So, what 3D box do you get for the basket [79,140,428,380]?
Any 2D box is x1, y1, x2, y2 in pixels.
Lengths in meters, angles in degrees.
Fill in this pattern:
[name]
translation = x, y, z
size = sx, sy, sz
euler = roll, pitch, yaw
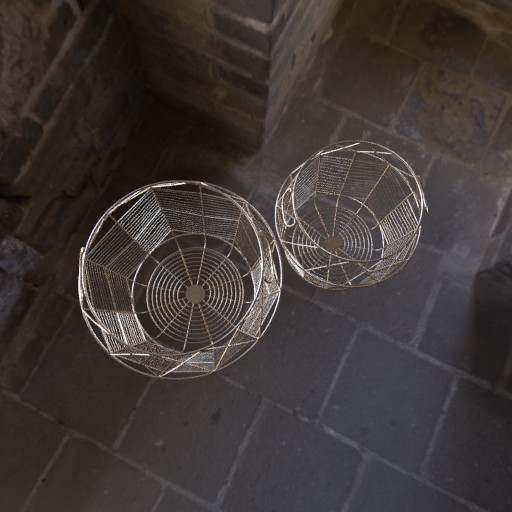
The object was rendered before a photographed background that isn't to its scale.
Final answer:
[basket]
translation = 0.000, 0.000, 1.069
size = 0.805, 0.343, 0.451
euler = -20, 76, -5
